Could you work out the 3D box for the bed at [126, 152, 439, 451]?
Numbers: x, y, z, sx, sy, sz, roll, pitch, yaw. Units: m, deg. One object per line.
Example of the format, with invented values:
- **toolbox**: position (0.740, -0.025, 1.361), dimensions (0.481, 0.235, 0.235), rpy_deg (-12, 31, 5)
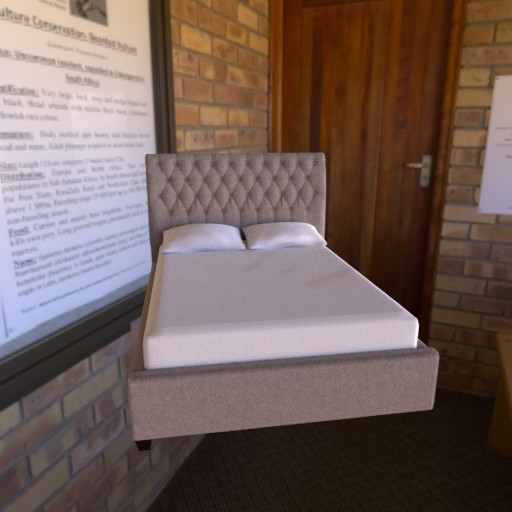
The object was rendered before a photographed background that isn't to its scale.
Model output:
- **bed**: position (0.000, 0.000, 3.237), dimensions (1.645, 1.371, 2.252), rpy_deg (-3, 16, -9)
